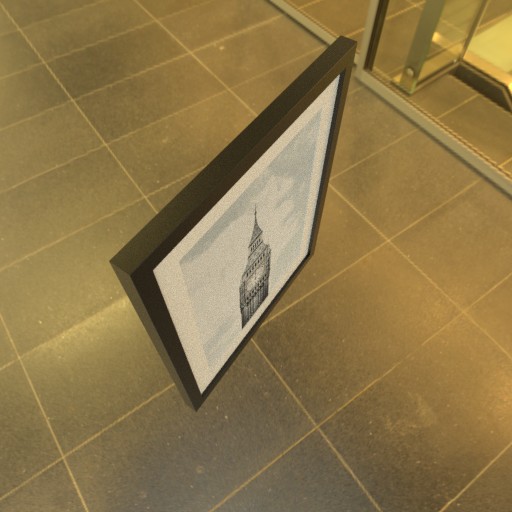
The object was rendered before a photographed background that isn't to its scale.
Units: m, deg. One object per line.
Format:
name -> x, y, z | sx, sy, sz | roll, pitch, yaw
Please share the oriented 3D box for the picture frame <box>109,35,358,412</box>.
picture frame -> 0.000, 0.000, 0.762 | 0.028, 0.556, 0.460 | 31, 63, 18
